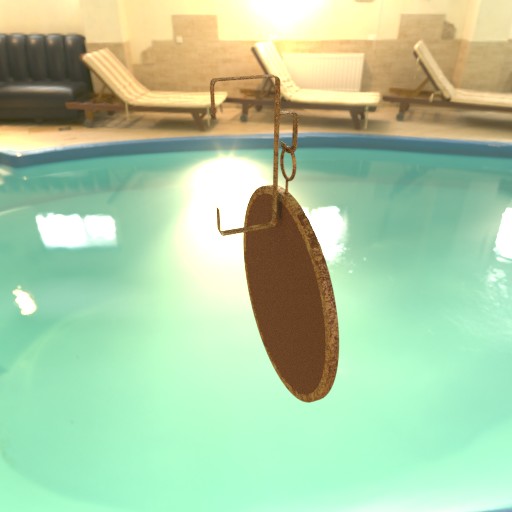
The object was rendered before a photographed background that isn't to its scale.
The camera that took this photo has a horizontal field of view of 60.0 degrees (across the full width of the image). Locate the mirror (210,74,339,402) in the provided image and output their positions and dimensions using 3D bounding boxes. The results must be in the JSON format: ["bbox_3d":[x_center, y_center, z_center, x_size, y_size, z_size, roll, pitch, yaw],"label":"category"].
[{"bbox_3d":[0.000,0.000,0.855,0.144,0.651,0.447,-11,33,-17],"label":"mirror"}]
